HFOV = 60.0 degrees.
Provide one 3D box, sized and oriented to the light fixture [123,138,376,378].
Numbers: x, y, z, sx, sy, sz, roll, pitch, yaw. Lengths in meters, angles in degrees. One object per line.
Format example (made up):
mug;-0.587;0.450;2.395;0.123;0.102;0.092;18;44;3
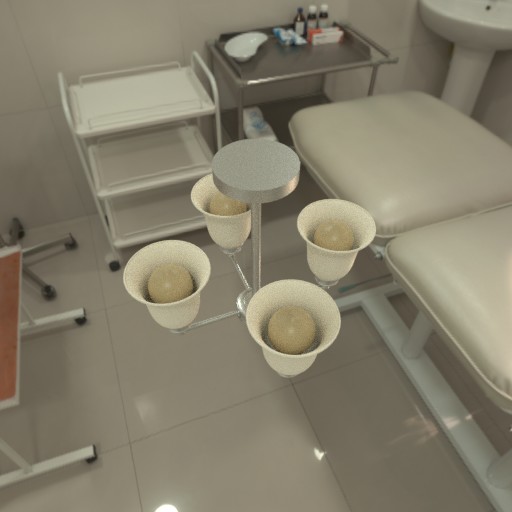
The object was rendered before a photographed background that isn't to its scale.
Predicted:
light fixture;0.000;0.000;0.737;0.427;0.370;0.427;-16;49;-14
